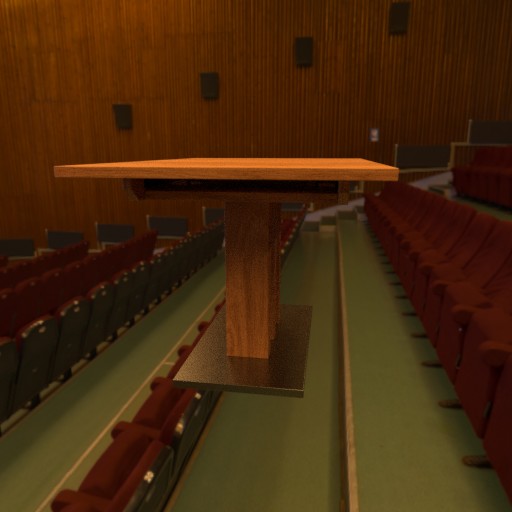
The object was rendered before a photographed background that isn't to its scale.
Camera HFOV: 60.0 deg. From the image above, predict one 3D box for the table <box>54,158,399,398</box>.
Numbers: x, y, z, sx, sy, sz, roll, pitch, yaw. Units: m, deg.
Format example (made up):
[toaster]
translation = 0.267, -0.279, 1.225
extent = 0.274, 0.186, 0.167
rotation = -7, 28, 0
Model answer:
[table]
translation = 0.000, 0.000, 1.841
extent = 0.900, 0.770, 1.300
rotation = 2, 14, 9
